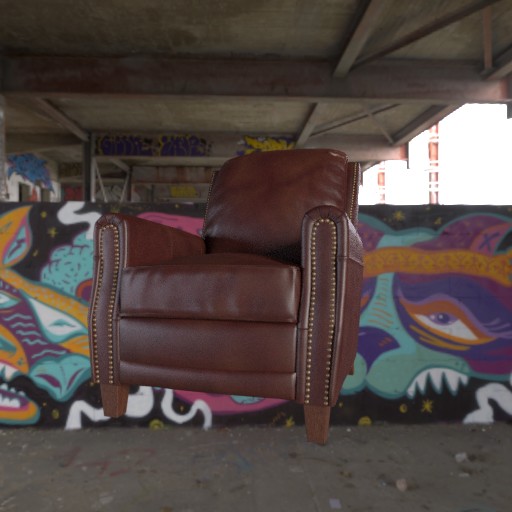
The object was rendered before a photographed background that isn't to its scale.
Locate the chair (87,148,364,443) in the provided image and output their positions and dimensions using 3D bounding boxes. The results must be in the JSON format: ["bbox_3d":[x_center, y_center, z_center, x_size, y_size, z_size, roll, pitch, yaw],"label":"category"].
[{"bbox_3d":[0.000,0.000,1.756,0.826,1.022,1.089,0,0,18],"label":"chair"}]
